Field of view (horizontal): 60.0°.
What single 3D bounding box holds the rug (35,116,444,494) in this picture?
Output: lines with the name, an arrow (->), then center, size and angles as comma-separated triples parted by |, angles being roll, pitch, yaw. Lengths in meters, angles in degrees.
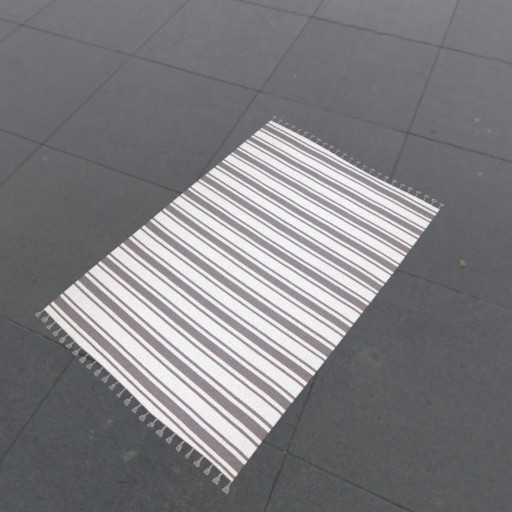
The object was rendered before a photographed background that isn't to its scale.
rug -> 0.000, 0.000, 2.965 | 1.563, 0.014, 2.425 | 34, 63, 21
